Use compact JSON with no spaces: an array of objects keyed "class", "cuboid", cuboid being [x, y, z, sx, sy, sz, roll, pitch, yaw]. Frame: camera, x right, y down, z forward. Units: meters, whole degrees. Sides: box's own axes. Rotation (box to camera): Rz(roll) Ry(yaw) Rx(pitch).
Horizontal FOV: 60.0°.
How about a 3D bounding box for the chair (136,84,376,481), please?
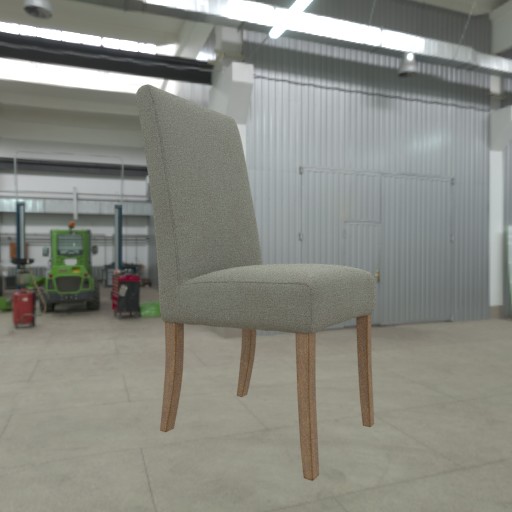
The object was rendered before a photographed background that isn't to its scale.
[{"class":"chair","cuboid":[0.000,0.000,1.360,0.611,1.033,0.450,1,1,35]}]
